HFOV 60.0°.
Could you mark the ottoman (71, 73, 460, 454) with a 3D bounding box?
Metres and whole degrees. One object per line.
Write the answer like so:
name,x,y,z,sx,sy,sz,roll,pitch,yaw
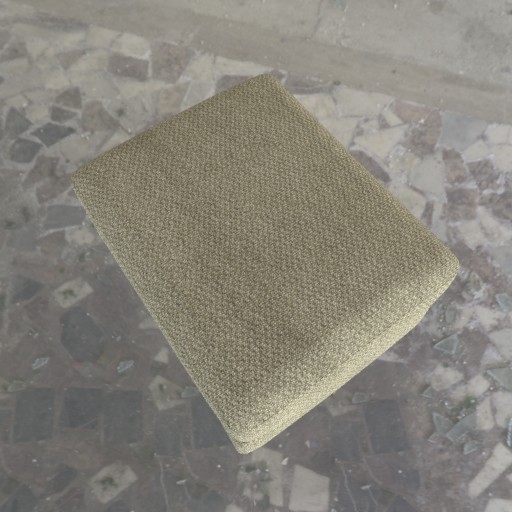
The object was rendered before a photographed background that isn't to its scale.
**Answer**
ottoman,0.000,0.000,1.143,0.603,0.476,0.751,-33,68,-15
